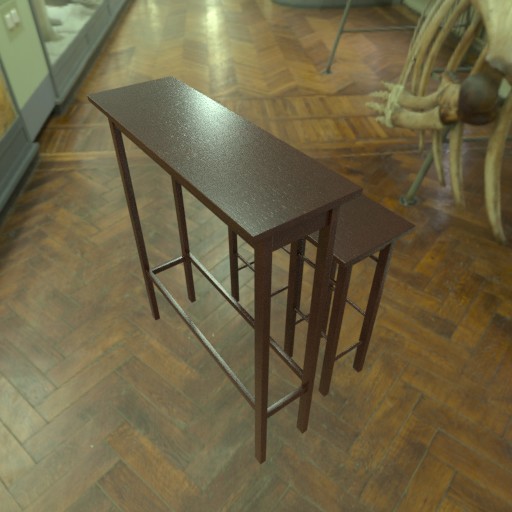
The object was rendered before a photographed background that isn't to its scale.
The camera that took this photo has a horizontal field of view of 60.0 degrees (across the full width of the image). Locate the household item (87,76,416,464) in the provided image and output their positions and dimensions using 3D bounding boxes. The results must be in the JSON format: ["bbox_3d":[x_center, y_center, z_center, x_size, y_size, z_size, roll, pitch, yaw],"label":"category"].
[{"bbox_3d":[0.000,0.000,1.636,0.676,1.067,0.914,-25,47,-27],"label":"household item"}]
